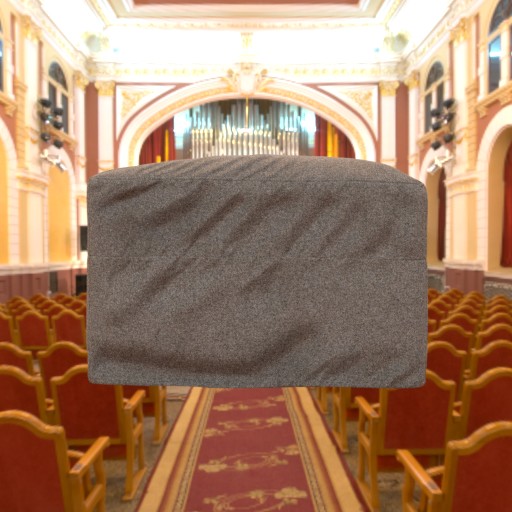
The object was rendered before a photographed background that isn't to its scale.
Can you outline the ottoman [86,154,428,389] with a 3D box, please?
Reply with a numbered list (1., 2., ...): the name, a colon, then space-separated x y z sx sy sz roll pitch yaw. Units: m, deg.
1. ottoman: 0.000 0.000 1.223 0.683 0.481 0.837 0 1 -1
